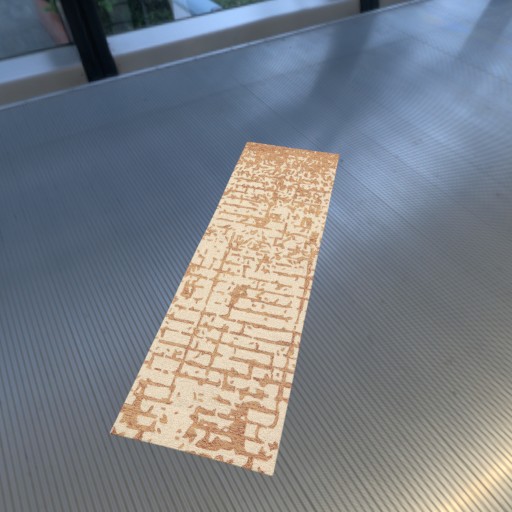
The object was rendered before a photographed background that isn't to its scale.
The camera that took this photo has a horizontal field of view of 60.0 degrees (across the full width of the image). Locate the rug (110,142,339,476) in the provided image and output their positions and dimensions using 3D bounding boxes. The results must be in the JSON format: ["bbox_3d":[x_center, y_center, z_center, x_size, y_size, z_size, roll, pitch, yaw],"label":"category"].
[{"bbox_3d":[0.000,0.000,2.735,0.750,0.011,2.435,10,48,9],"label":"rug"}]
